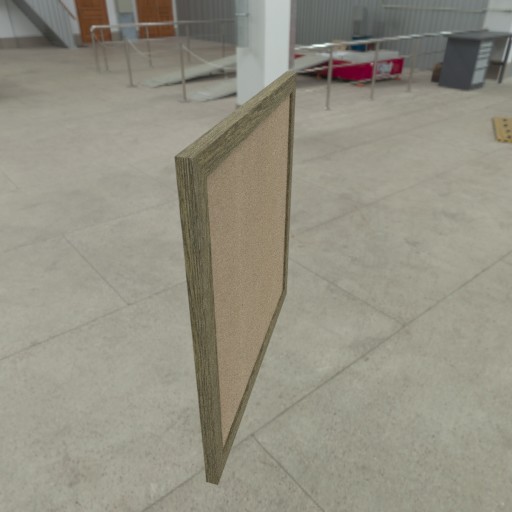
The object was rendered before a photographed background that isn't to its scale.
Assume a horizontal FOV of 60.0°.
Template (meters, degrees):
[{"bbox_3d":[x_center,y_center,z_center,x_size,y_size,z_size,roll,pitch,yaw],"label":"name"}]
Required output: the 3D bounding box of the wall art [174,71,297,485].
[{"bbox_3d":[0.000,0.000,0.748,0.019,0.508,0.508,8,32,13],"label":"wall art"}]
